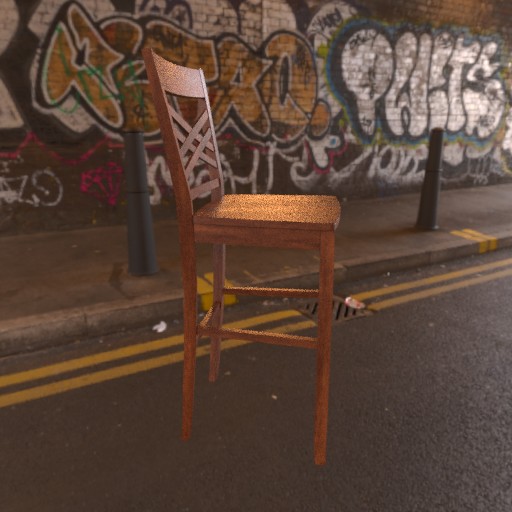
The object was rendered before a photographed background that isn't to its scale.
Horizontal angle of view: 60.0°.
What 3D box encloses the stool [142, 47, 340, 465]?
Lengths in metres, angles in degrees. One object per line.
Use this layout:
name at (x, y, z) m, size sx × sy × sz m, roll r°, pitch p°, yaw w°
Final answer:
stool at (0.000, 0.000, 1.343) m, size 0.487 × 1.105 × 0.433 m, roll 3°, pitch 17°, yaw 9°
